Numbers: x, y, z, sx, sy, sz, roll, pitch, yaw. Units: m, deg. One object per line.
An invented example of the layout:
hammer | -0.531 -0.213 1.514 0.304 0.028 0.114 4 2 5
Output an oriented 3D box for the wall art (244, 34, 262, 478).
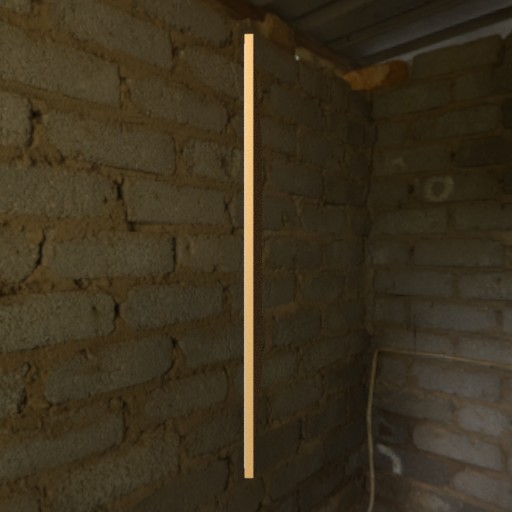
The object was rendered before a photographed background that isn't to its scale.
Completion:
wall art | 0.000 0.000 0.982 0.014 0.655 0.657 0 0 2
